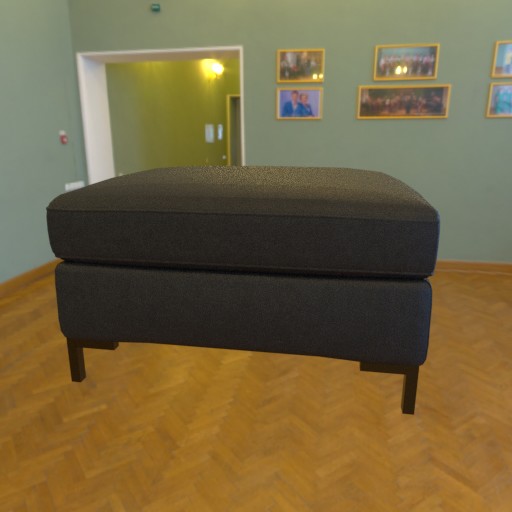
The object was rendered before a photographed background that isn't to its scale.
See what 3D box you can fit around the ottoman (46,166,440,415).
[{"bbox_3d":[0.000,0.000,1.791,1.187,0.696,0.967,3,16,9],"label":"ottoman"}]
